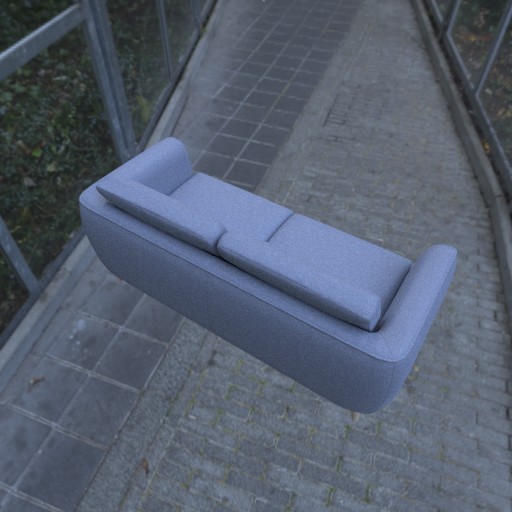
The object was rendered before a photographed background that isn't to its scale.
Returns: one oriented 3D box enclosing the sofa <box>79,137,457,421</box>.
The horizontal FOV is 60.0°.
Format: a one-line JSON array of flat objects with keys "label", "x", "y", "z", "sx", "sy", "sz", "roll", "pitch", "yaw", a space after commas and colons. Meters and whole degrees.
[{"label": "sofa", "x": 0.000, "y": 0.000, "z": 2.602, "sx": 2.000, "sy": 0.870, "sz": 0.920, "roll": 26, "pitch": 52, "yaw": 22}]
